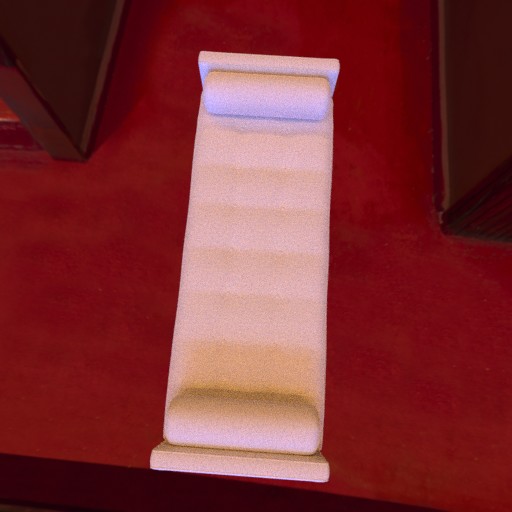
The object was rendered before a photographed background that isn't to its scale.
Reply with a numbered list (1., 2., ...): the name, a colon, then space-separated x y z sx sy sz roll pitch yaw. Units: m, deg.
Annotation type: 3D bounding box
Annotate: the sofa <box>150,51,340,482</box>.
1. sofa: 0.000 0.000 2.303 0.746 0.641 1.985 4 75 1
